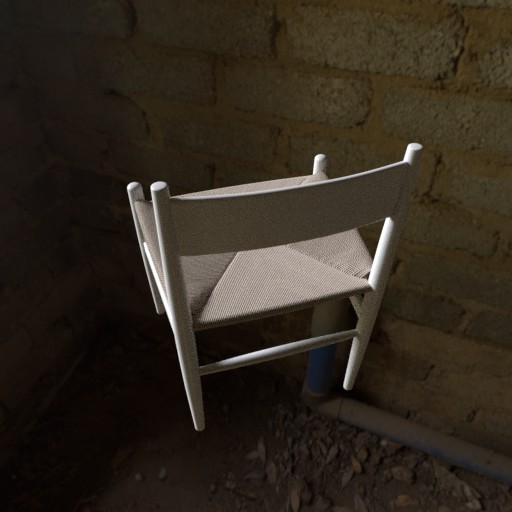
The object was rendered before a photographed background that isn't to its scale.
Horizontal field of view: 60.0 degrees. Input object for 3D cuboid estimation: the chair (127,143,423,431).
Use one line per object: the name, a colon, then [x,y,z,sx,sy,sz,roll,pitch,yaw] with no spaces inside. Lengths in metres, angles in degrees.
chair: [0.000,0.000,1.102,0.556,0.762,0.495,-11,43,-12]
